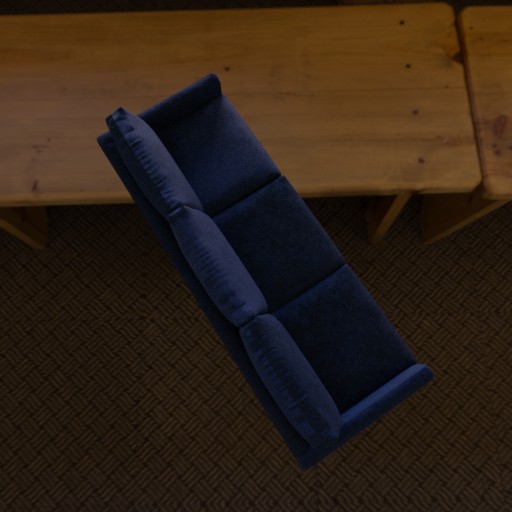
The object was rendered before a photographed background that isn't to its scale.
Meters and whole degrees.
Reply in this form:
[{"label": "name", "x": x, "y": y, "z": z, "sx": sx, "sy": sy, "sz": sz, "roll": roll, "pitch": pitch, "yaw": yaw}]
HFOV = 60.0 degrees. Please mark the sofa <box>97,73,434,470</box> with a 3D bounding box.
[{"label": "sofa", "x": 0.000, "y": 0.000, "z": 2.685, "sx": 0.875, "sy": 0.879, "sz": 2.252, "roll": -32, "pitch": 78, "yaw": -8}]
